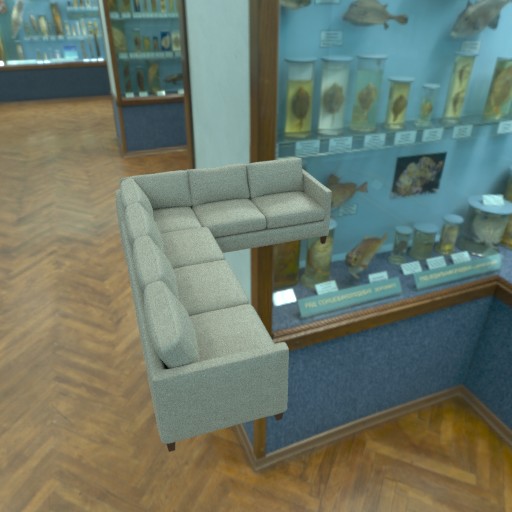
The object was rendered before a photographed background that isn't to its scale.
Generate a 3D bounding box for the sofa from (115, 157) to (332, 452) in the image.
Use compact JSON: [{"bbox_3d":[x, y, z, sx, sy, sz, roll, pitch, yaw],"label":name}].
[{"bbox_3d":[0.000,0.000,4.494,2.522,0.934,3.333,-10,32,-16],"label":"sofa"}]
